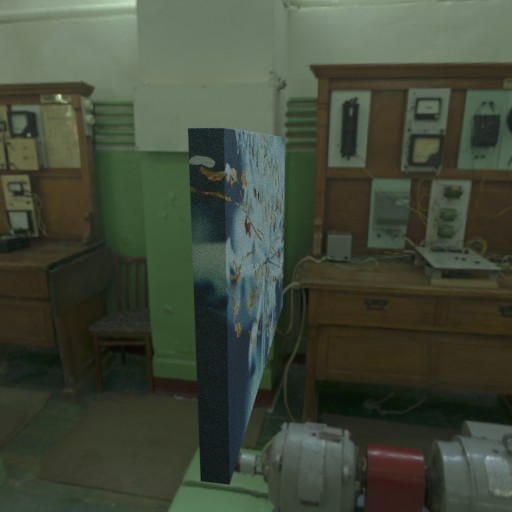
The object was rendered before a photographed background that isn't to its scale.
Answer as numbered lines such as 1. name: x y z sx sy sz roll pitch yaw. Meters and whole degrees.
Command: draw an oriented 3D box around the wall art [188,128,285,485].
1. wall art: 0.000 0.000 0.767 0.036 0.405 0.607 2 14 9
